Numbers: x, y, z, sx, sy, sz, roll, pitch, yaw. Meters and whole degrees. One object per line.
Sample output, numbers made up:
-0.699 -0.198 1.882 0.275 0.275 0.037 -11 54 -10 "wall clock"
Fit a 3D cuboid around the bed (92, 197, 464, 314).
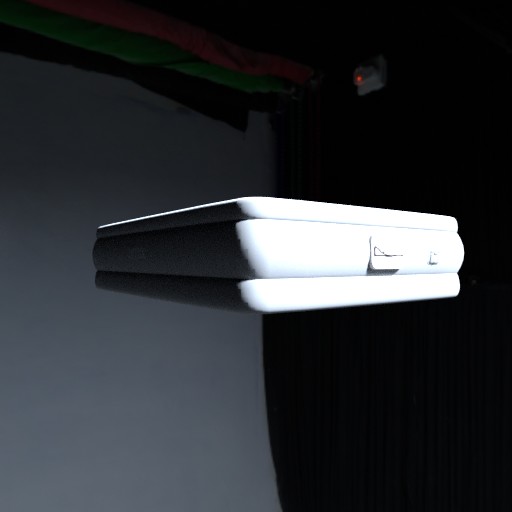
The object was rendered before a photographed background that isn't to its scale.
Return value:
0.000 0.000 2.773 1.520 0.460 2.036 0 -1 -36 "bed"
